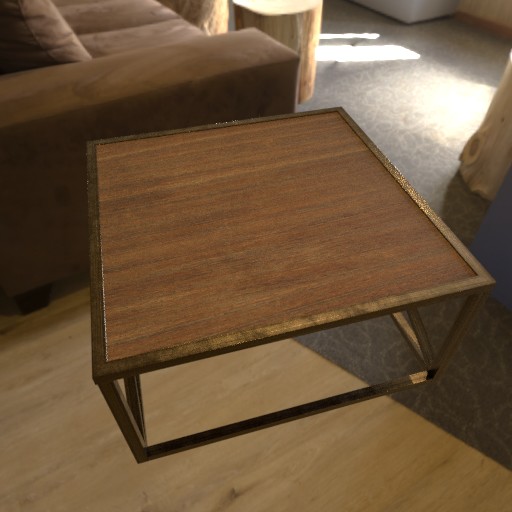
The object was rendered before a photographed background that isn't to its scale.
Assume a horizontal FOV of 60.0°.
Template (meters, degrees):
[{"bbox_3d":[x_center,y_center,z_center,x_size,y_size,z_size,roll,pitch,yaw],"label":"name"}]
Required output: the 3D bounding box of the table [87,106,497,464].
[{"bbox_3d":[0.000,0.000,1.404,0.909,0.451,0.899,-11,46,-11],"label":"table"}]
